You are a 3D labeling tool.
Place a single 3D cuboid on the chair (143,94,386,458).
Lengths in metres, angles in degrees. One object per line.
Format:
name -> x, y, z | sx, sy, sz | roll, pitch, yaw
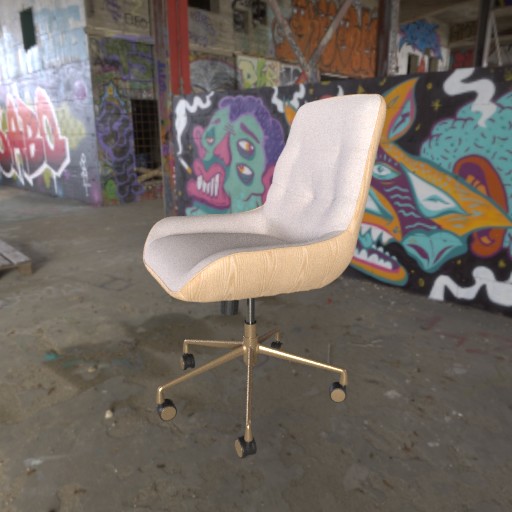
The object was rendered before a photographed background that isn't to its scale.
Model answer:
chair -> 0.000, 0.000, 1.363 | 0.668, 0.952, 0.564 | -8, 17, -25
